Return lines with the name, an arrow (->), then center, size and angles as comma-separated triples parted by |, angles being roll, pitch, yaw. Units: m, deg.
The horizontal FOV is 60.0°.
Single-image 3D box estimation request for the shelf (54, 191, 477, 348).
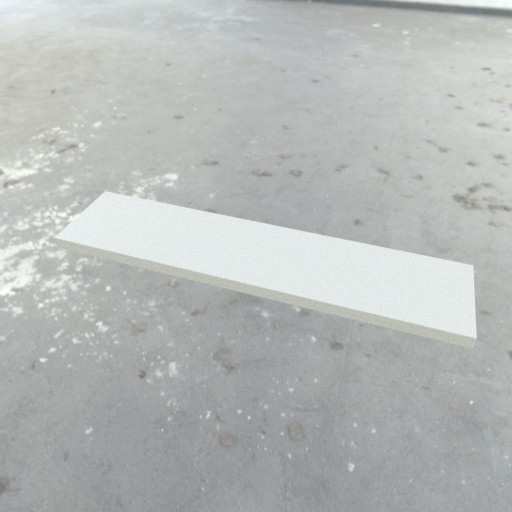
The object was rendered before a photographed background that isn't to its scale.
shelf -> 0.000, 0.000, 0.665 | 0.610, 0.020, 0.140 | 12, 42, 14
